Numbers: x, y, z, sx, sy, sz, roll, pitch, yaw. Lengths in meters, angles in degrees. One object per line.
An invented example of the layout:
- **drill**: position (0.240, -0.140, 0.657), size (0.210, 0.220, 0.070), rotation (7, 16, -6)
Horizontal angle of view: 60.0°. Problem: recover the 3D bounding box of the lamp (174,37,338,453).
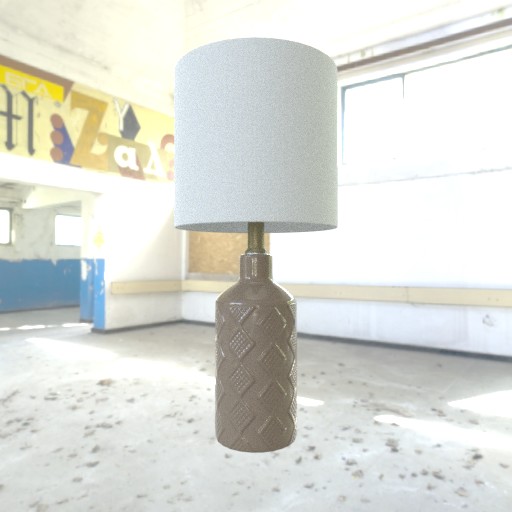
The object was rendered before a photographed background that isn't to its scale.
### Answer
- **lamp**: position (0.000, 0.000, 0.569), size (0.207, 0.461, 0.207), rotation (0, 0, 36)
